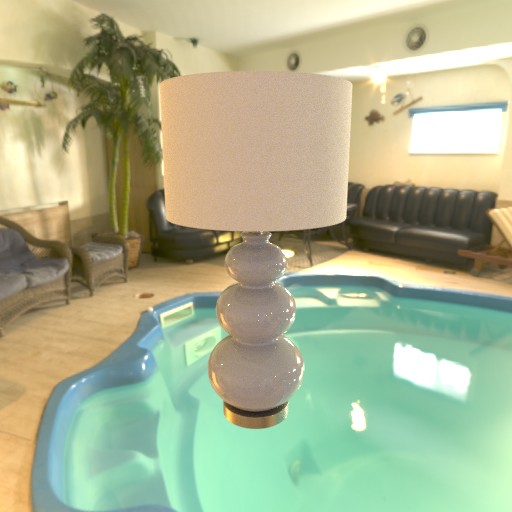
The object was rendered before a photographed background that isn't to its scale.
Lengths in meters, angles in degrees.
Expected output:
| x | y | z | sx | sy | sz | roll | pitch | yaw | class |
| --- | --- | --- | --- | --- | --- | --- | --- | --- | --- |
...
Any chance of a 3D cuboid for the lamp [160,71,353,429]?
| x | y | z | sx | sy | sz | roll | pitch | yaw | class |
| --- | --- | --- | --- | --- | --- | --- | --- | --- | --- |
| 0.000 | 0.000 | 0.941 | 0.367 | 0.730 | 0.367 | 7 | 15 | 27 | lamp |
